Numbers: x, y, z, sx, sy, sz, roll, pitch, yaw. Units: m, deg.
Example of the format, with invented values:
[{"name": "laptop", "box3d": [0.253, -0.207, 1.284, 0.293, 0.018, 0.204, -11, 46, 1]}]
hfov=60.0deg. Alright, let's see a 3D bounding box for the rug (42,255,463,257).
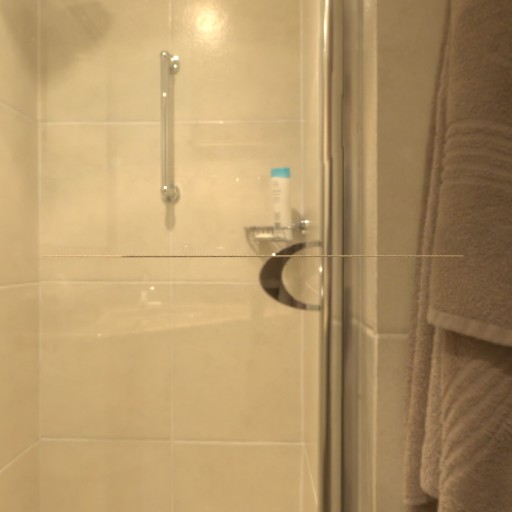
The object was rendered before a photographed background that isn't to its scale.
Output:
[{"name": "rug", "box3d": [0.000, 0.000, 2.329, 1.850, 0.006, 1.234, 0, 0, -36]}]
